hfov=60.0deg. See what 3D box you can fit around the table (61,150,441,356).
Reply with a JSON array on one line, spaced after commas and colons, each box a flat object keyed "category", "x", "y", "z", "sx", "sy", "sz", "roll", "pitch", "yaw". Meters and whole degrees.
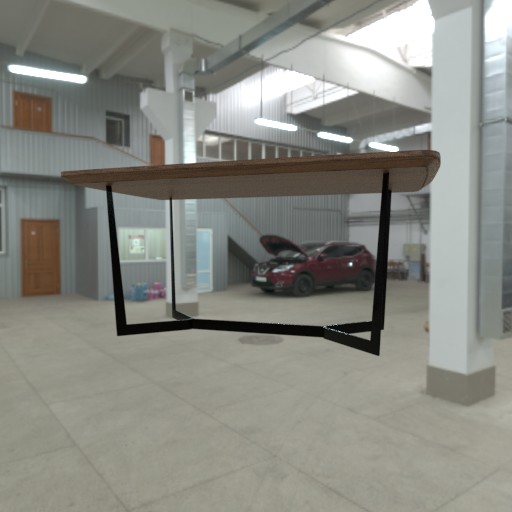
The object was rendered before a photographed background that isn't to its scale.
[{"category": "table", "x": 0.000, "y": 0.000, "z": 2.188, "sx": 1.643, "sy": 0.765, "sz": 0.949, "roll": 1, "pitch": 2, "yaw": 18}]
